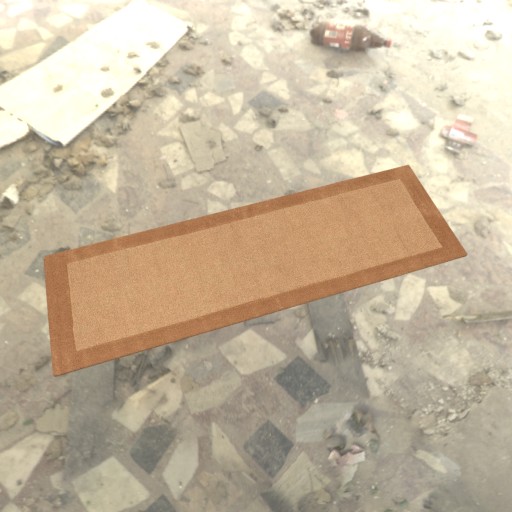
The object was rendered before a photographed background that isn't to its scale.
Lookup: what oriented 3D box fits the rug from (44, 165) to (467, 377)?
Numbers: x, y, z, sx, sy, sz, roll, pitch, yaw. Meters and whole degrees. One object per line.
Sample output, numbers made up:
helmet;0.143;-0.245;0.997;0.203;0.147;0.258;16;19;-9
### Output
rug;0.000;0.000;2.666;2.439;0.017;0.764;-15;60;-9
